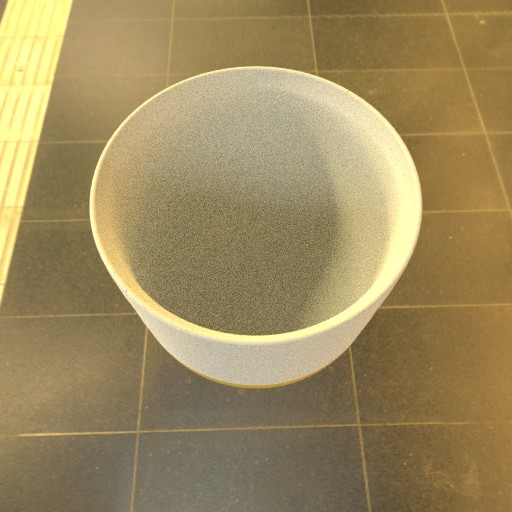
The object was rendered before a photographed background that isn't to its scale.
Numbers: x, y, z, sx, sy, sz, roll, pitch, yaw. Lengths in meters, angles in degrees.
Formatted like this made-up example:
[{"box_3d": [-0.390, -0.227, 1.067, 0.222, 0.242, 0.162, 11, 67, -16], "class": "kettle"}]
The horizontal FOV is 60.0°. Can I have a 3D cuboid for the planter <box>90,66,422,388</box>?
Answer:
[{"box_3d": [0.000, 0.000, 0.478, 0.268, 0.270, 0.268, 0, 64, 0], "class": "planter"}]
